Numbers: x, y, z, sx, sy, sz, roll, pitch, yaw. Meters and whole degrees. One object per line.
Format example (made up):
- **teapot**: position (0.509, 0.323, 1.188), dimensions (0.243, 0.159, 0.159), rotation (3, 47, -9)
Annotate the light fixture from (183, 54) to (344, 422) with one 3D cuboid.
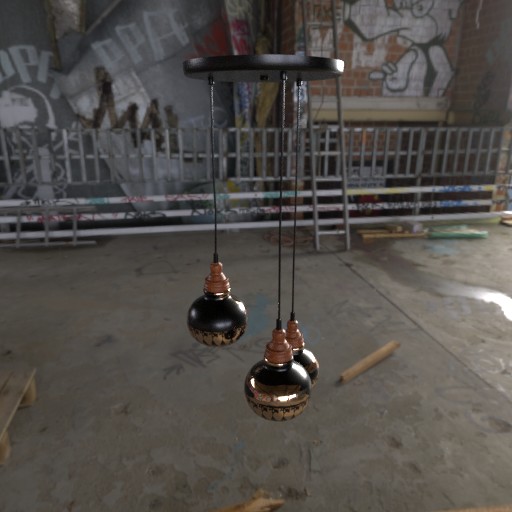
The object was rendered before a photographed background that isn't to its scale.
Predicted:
- **light fixture**: position (0.000, 0.000, 1.771), dimensions (0.605, 1.410, 0.608), rotation (3, 18, 9)
